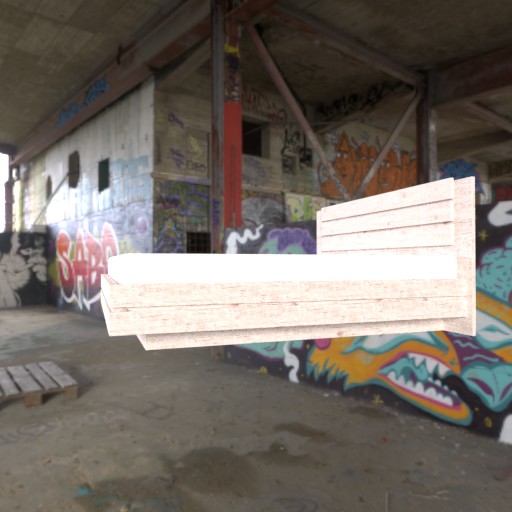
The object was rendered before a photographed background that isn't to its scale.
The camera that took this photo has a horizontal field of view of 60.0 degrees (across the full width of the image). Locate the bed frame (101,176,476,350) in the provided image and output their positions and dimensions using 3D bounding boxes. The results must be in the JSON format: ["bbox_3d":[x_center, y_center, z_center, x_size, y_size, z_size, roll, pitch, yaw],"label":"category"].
[{"bbox_3d":[0.000,0.000,3.208,2.080,0.970,1.950,0,-1,-20],"label":"bed frame"}]
